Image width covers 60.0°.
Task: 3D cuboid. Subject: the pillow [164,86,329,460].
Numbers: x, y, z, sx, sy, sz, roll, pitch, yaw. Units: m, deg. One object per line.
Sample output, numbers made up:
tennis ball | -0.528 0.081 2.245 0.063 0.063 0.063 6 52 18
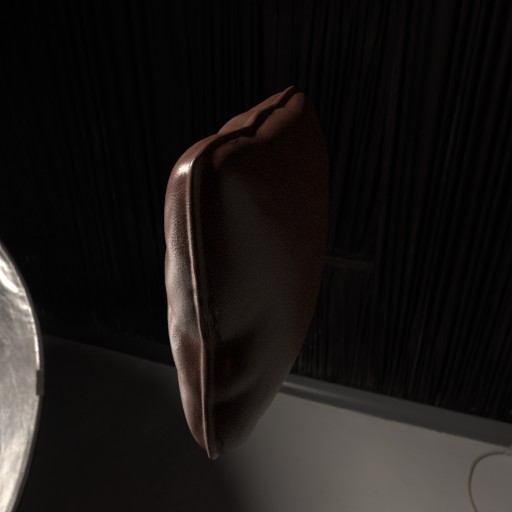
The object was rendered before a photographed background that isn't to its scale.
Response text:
pillow | 0.000 0.000 0.811 0.236 0.523 0.532 9 31 15
